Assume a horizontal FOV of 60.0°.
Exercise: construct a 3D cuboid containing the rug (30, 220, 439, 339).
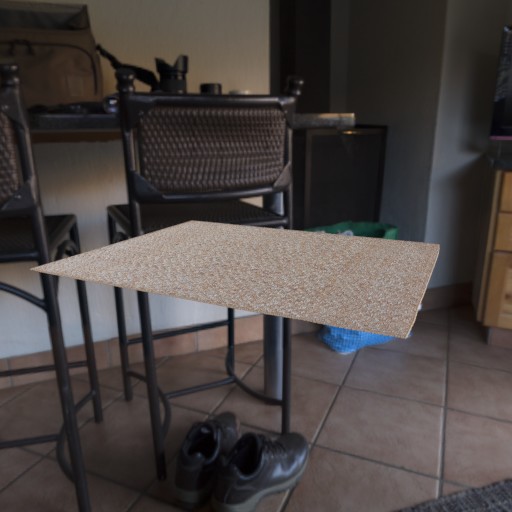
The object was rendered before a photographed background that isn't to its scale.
[{"bbox_3d":[0.000,0.000,4.121,3.048,0.013,2.439,7,17,25],"label":"rug"}]
